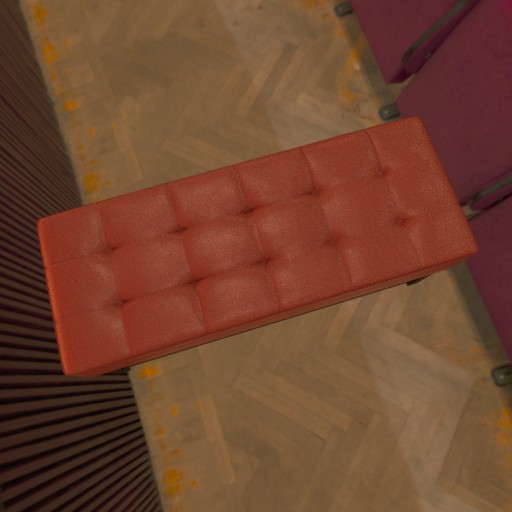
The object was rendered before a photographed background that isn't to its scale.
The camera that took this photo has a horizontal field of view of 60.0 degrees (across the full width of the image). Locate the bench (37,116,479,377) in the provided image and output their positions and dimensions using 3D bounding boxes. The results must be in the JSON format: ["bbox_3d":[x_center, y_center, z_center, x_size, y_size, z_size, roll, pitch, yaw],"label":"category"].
[{"bbox_3d":[0.000,0.000,1.365,1.105,0.460,0.432,-16,75,-4],"label":"bench"}]
